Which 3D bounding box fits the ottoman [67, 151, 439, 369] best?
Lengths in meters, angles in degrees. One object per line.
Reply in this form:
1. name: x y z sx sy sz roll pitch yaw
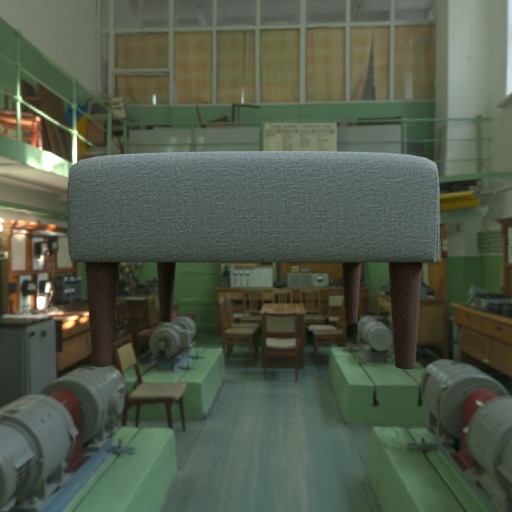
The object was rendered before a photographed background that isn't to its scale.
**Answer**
1. ottoman: 0.000 0.000 1.063 0.650 0.398 0.649 0 0 2
